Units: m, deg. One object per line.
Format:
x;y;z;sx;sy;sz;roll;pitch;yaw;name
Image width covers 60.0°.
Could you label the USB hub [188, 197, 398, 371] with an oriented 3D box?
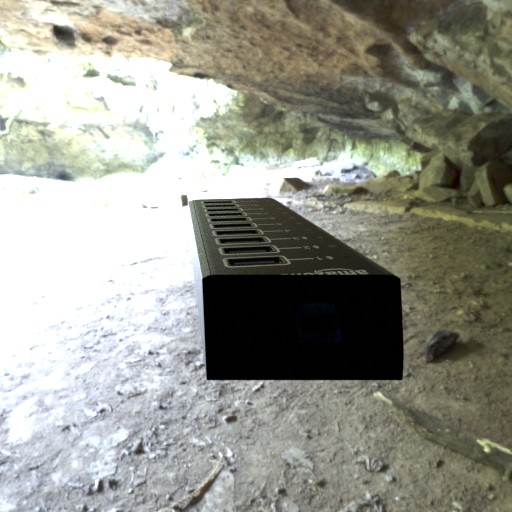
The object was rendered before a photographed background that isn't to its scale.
0.000;0.000;0.160;0.044;0.023;0.145;-3;15;-9;USB hub
